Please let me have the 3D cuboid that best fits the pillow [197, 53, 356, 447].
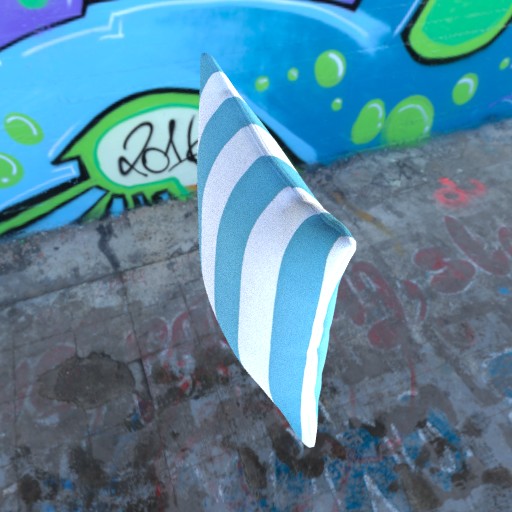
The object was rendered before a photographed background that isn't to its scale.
[{"bbox_3d":[0.000,0.000,0.805,0.189,0.526,0.536,-17,49,-15],"label":"pillow"}]
